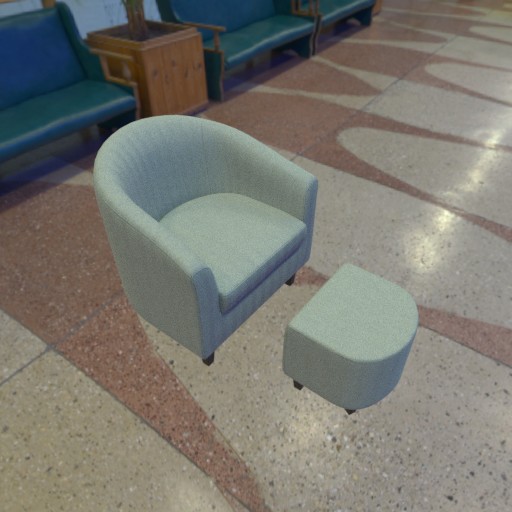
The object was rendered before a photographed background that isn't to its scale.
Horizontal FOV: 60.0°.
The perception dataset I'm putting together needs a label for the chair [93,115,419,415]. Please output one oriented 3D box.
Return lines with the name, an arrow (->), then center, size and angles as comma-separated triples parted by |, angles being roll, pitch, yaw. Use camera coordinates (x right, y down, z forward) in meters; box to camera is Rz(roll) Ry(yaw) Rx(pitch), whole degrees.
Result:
chair -> 0.000, 0.000, 1.725 | 1.288, 0.757, 0.756 | 26, 47, 28
